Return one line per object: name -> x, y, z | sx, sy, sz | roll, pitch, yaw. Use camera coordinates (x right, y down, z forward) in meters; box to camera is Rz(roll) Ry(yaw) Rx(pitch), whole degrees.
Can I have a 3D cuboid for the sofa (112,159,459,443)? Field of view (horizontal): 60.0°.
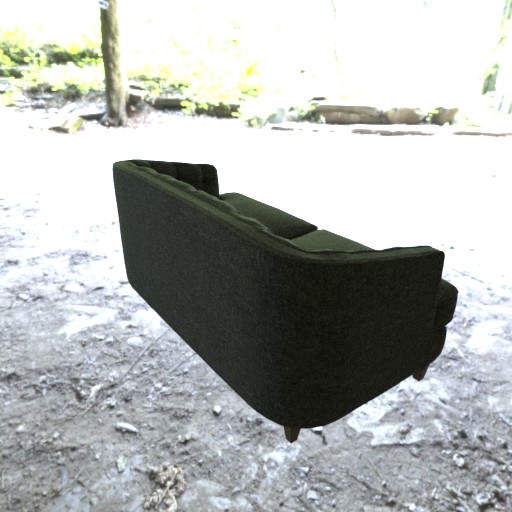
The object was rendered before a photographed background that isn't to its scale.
sofa -> 0.000, 0.000, 2.262 | 0.941, 0.855, 1.733 | -18, 31, -33
